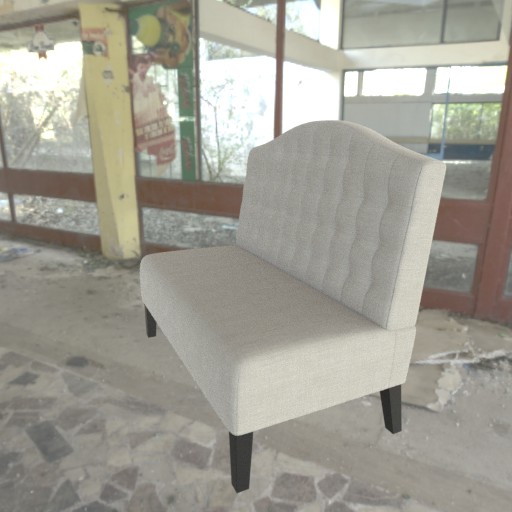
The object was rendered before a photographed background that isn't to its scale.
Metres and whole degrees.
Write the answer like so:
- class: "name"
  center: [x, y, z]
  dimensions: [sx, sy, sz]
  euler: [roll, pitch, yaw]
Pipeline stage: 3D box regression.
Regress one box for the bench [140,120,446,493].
- class: "bench"
  center: [0.000, 0.000, 2.003]
  dimensions: [0.815, 1.180, 1.335]
  euler: [-8, 18, -25]
